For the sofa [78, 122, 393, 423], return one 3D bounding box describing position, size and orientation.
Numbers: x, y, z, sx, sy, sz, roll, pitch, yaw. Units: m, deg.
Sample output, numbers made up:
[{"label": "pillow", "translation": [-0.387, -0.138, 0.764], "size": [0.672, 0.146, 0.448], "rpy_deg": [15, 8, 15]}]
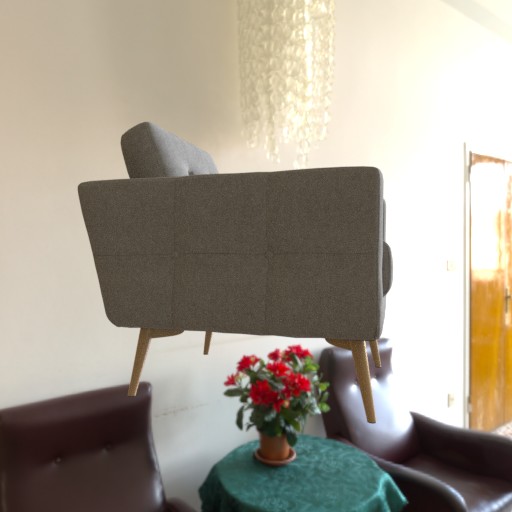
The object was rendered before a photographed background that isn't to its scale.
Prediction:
[{"label": "sofa", "translation": [0.000, 0.000, 1.554], "size": [0.920, 0.860, 0.770], "rpy_deg": [0, 1, 17]}]
